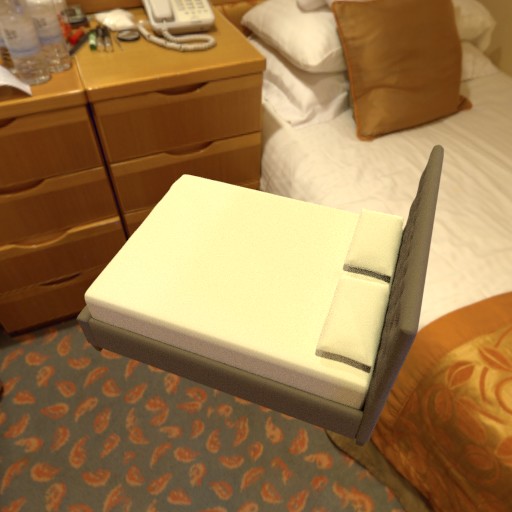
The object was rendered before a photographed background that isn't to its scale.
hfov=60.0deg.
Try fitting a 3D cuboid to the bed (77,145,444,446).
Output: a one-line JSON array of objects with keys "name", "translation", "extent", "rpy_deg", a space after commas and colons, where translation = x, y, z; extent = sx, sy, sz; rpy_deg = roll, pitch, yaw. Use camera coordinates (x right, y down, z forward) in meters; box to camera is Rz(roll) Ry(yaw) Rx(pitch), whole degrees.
[{"name": "bed", "translation": [0.000, 0.000, 3.350], "extent": [2.233, 1.426, 1.696], "rpy_deg": [15, 48, 14]}]
